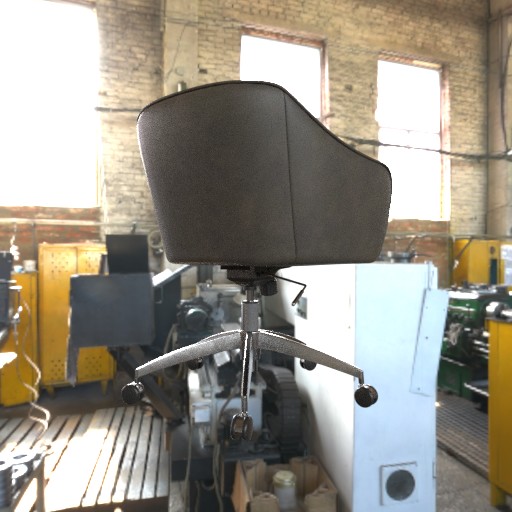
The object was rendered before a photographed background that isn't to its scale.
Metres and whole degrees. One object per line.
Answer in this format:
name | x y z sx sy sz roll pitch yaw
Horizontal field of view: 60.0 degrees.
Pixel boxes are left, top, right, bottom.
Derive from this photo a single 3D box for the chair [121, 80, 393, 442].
chair | 0.000 0.000 1.362 0.713 0.827 0.689 0 0 36
